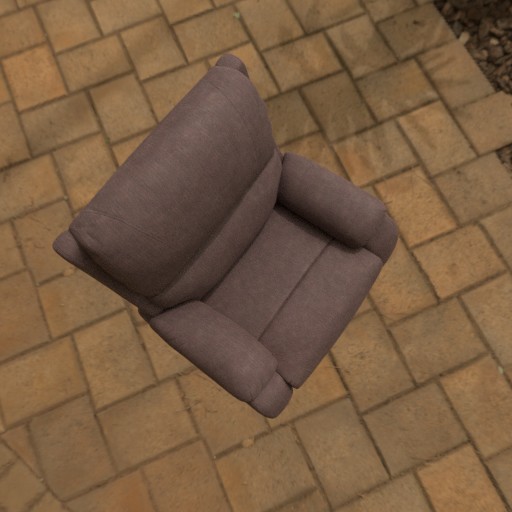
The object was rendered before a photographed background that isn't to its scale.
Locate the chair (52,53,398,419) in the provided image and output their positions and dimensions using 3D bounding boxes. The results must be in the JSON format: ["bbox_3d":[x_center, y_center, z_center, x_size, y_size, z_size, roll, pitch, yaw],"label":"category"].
[{"bbox_3d":[0.000,0.000,1.721,0.899,1.011,0.930,36,78,9],"label":"chair"}]
